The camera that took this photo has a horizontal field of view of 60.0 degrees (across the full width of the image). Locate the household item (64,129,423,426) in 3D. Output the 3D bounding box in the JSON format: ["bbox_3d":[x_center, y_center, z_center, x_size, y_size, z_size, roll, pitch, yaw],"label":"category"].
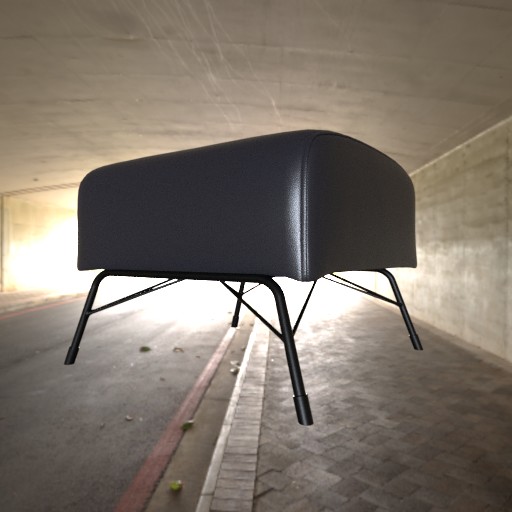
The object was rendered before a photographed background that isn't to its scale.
[{"bbox_3d":[0.000,0.000,0.905,0.530,0.410,0.530,0,0,35],"label":"household item"}]
